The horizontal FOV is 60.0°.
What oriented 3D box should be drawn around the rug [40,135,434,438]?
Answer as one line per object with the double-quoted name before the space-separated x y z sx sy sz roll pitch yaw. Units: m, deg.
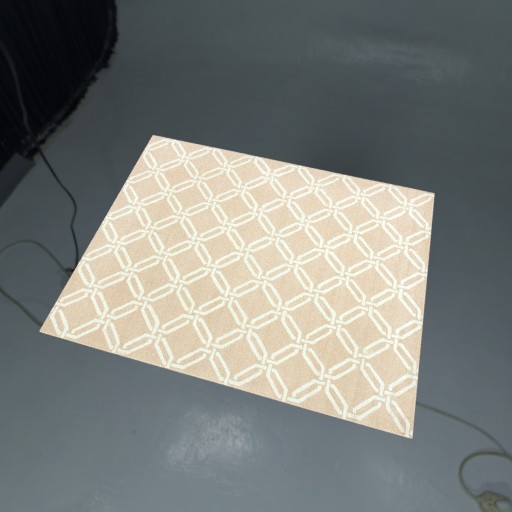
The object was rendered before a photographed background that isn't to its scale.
"rug" 0.000 0.000 3.860 2.895 0.018 2.288 14 59 8
